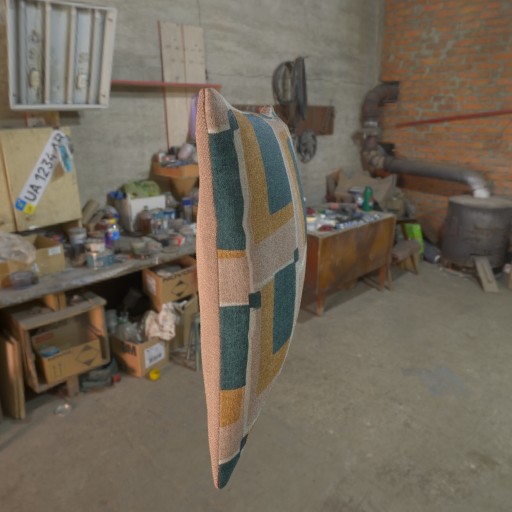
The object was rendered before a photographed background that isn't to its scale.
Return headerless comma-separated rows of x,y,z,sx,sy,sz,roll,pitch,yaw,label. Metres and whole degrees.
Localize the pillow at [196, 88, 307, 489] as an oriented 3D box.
0.000,0.000,0.713,0.158,0.479,0.478,3,17,9,pillow
